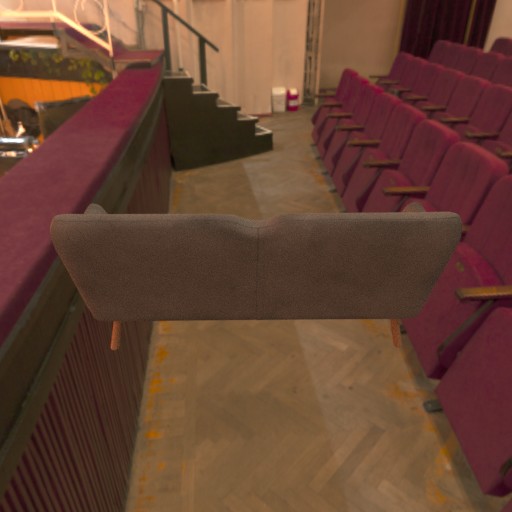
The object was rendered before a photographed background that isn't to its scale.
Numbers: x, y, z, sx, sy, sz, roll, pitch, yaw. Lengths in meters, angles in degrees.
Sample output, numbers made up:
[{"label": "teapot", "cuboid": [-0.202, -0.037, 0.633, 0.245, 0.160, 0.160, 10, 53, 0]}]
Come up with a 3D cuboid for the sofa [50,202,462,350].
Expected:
[{"label": "sofa", "cuboid": [0.000, 0.000, 2.317, 1.870, 0.810, 0.850, 0, 30, -1]}]
